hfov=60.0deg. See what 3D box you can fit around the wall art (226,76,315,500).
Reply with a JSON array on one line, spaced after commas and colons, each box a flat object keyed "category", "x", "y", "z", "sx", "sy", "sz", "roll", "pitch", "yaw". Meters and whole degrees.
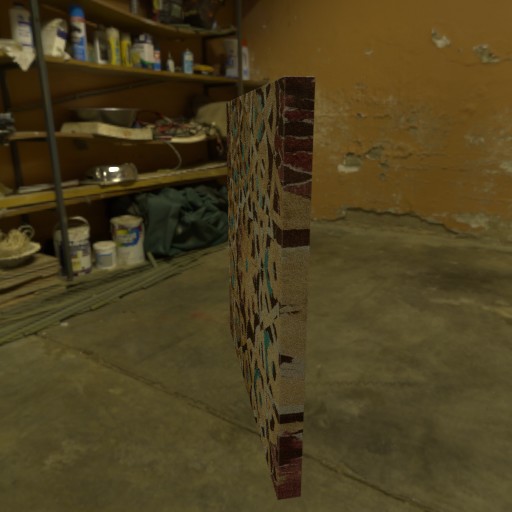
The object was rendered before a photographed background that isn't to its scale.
[{"category": "wall art", "x": 0.000, "y": 0.000, "z": 0.894, "sx": 0.041, "sy": 0.613, "sz": 0.609, "roll": -3, "pitch": 16, "yaw": -10}]
